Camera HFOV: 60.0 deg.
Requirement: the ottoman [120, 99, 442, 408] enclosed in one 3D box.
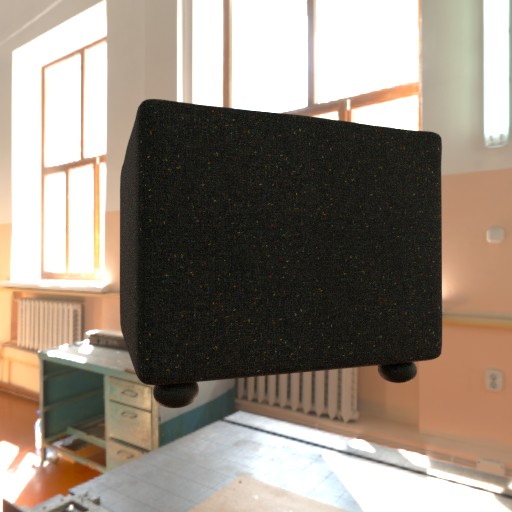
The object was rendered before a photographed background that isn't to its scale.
[{"bbox_3d":[0.000,0.000,0.883,0.508,0.432,0.508,0,-1,-20],"label":"ottoman"}]
